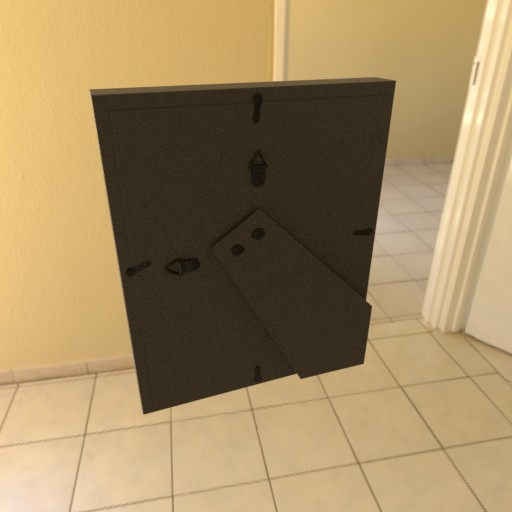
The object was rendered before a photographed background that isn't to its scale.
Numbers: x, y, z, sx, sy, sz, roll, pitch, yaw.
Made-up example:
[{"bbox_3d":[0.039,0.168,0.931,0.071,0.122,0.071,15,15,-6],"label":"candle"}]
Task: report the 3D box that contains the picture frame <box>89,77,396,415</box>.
[{"bbox_3d":[0.000,0.000,0.393,0.232,0.284,0.042,-10,29,-18],"label":"picture frame"}]
